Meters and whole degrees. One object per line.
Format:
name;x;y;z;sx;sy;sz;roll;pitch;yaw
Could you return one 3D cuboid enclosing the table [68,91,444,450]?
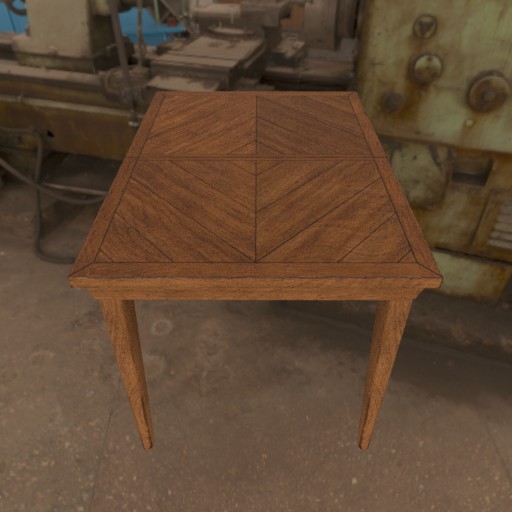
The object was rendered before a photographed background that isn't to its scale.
table;0.000;0.000;1.528;0.757;0.760;1.027;0;40;0
